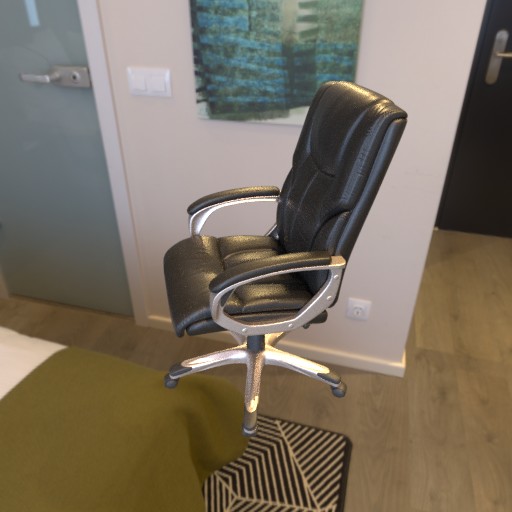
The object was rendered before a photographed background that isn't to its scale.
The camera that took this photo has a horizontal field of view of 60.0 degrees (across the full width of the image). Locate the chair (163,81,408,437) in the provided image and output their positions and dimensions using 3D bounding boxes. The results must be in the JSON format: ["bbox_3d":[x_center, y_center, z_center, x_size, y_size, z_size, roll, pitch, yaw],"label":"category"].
[{"bbox_3d":[0.000,0.000,1.626,0.780,1.145,0.700,-8,32,-12],"label":"chair"}]
